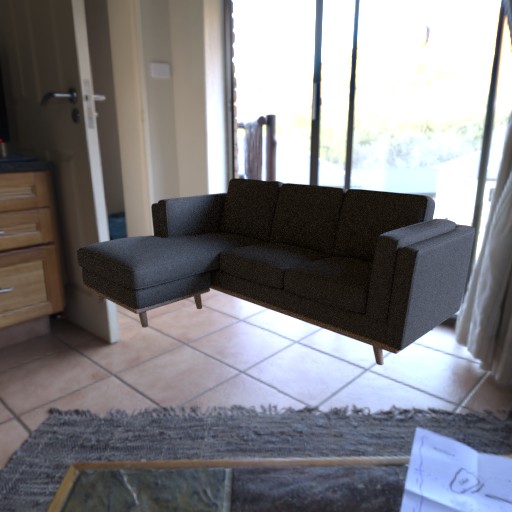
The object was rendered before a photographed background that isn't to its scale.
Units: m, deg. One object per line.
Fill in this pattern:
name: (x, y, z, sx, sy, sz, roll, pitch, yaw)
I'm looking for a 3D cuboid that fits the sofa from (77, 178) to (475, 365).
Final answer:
sofa: (0.000, 0.000, 3.141, 2.411, 0.929, 1.604, 14, 20, 43)
